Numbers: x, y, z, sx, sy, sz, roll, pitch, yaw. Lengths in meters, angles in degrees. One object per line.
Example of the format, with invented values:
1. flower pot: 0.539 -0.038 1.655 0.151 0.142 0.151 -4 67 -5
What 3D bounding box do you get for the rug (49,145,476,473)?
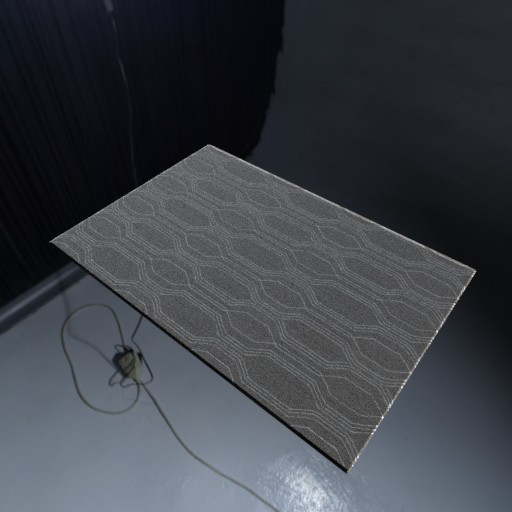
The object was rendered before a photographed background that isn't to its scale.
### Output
1. rug: 0.000 0.000 2.284 1.836 0.012 1.239 30 53 26
